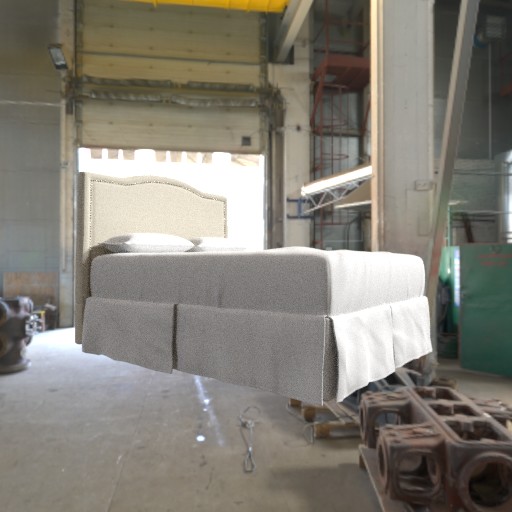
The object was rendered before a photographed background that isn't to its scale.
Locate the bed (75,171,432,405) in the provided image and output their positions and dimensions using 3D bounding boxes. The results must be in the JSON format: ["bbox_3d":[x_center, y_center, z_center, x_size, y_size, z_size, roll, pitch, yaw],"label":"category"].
[{"bbox_3d":[0.000,0.000,3.365,2.196,1.449,1.741,0,-1,37],"label":"bed"}]
